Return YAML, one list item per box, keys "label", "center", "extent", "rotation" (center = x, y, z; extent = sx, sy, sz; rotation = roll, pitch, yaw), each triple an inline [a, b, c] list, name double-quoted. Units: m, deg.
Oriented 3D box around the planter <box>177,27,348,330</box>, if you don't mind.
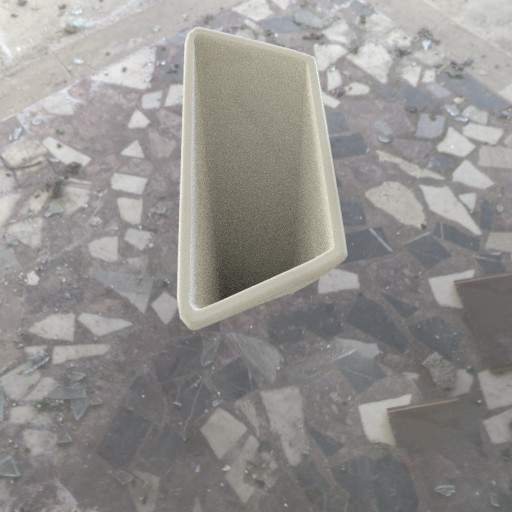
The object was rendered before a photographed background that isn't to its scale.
- label: "planter"
  center: [0.000, 0.000, 0.267]
  extent: [0.060, 0.197, 0.150]
  rotation: [-3, 63, -1]
